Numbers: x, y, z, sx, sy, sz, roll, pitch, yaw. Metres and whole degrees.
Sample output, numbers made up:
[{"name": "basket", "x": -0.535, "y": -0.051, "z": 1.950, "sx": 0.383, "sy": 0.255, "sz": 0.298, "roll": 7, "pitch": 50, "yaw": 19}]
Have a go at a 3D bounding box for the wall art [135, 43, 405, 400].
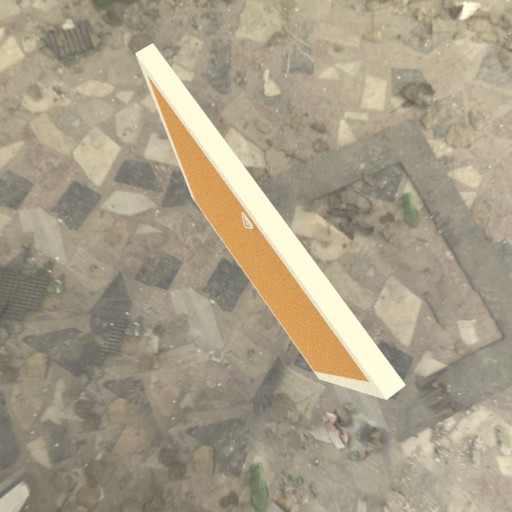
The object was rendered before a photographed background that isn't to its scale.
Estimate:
[{"name": "wall art", "x": 0.000, "y": 0.000, "z": 1.138, "sx": 0.050, "sy": 0.762, "sz": 0.761, "roll": -34, "pitch": 79, "yaw": -7}]
